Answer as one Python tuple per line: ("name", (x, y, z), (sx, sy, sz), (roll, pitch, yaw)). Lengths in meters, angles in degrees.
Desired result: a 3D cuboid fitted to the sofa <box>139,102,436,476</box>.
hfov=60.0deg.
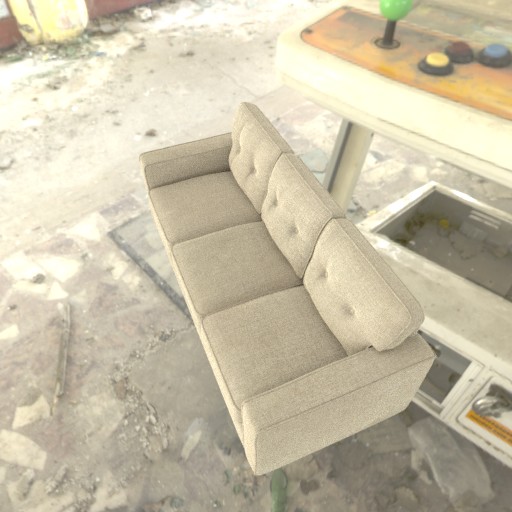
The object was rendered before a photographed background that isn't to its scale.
("sofa", (0.000, 0.000, 2.690), (0.939, 0.965, 2.133), (-17, 50, -15))
